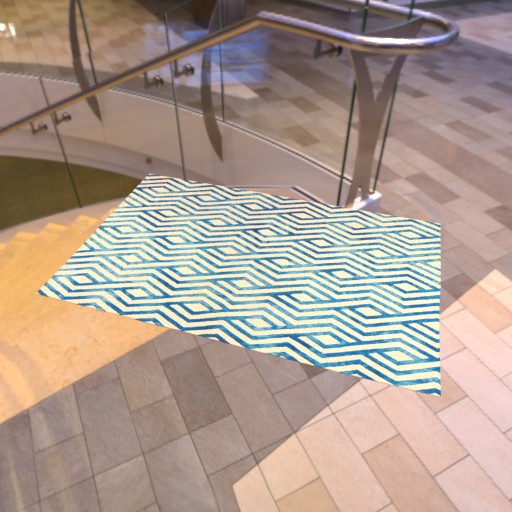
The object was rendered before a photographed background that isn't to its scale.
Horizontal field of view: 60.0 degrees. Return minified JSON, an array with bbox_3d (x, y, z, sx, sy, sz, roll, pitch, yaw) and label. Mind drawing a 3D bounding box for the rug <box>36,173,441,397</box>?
[{"bbox_3d":[0.000,0.000,3.068,2.439,0.008,1.531,12,43,13],"label":"rug"}]
